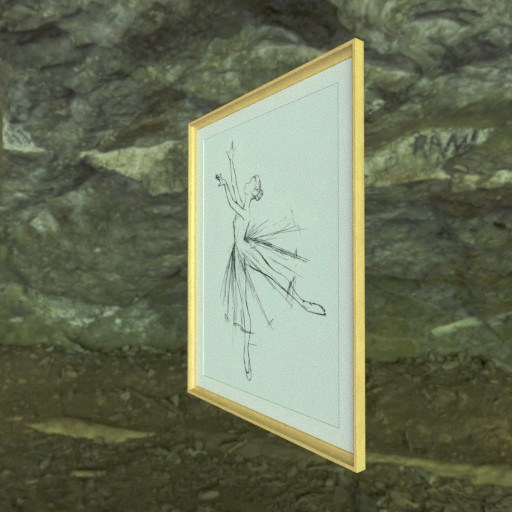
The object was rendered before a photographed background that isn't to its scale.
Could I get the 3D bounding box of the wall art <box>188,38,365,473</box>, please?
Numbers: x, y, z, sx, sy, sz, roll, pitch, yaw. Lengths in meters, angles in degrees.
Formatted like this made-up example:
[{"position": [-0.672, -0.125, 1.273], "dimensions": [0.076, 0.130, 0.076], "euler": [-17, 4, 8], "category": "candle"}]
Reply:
[{"position": [0.000, 0.000, 1.346], "dimensions": [0.030, 1.002, 0.798], "euler": [1, -1, -37], "category": "wall art"}]
